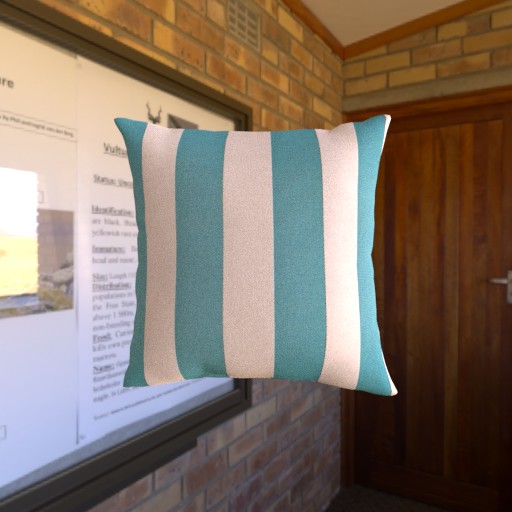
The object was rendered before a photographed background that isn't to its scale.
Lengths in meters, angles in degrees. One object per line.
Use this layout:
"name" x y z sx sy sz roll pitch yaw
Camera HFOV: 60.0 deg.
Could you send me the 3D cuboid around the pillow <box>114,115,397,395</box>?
"pillow" 0.000 0.000 0.833 0.536 0.526 0.189 0 1 0
